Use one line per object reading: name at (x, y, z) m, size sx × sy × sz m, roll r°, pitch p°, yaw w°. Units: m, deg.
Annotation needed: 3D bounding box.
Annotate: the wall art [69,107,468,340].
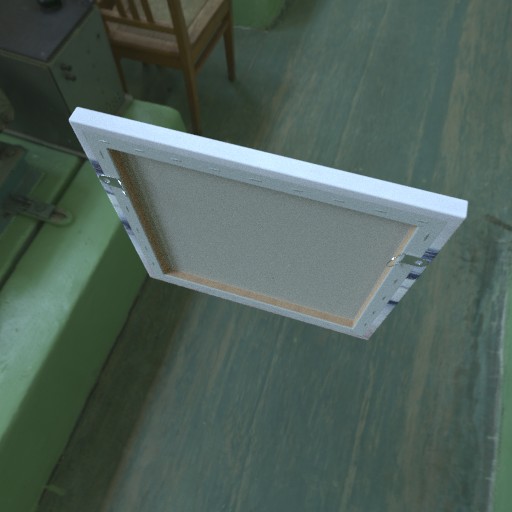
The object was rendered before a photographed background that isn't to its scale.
wall art at (0.000, 0.000, 1.139) m, size 0.755 × 0.747 × 0.065 m, roll 15°, pitch 64°, yaw 8°
